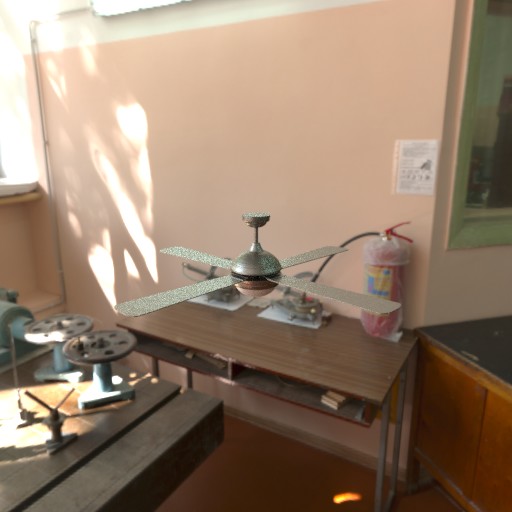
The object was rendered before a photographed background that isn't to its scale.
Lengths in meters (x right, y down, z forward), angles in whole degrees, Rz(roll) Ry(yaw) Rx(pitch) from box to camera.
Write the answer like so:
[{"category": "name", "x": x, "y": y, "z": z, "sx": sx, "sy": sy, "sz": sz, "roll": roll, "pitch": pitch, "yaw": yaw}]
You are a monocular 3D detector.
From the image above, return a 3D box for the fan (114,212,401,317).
[{"category": "fan", "x": 0.000, "y": 0.000, "z": 2.028, "sx": 1.321, "sy": 0.381, "sz": 1.321, "roll": -7, "pitch": 16, "yaw": -25}]
